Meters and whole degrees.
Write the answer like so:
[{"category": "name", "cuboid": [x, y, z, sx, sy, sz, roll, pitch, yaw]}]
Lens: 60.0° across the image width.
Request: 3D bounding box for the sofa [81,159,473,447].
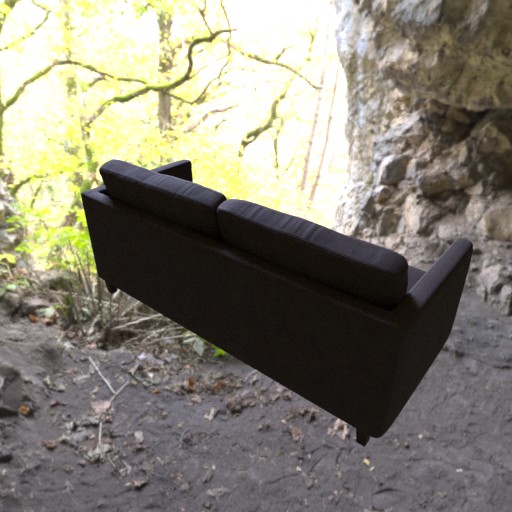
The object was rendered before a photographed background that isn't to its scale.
[{"category": "sofa", "cuboid": [0.000, 0.000, 2.705, 2.208, 0.965, 0.951, 22, 37, 33]}]
